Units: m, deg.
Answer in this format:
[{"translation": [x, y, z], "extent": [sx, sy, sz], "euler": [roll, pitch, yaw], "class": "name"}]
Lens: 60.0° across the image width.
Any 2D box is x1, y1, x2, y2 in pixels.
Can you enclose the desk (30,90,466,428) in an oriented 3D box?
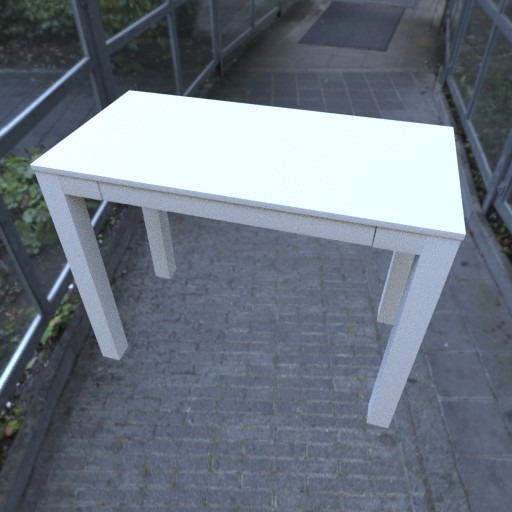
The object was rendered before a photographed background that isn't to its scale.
[{"translation": [0.000, 0.000, 1.394], "extent": [0.990, 0.762, 0.497], "euler": [11, 42, 12], "class": "desk"}]
